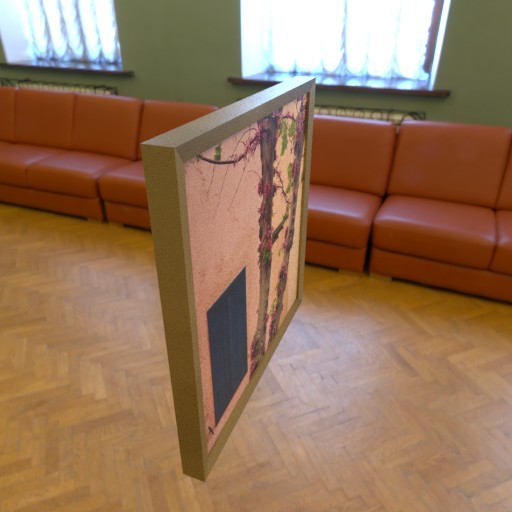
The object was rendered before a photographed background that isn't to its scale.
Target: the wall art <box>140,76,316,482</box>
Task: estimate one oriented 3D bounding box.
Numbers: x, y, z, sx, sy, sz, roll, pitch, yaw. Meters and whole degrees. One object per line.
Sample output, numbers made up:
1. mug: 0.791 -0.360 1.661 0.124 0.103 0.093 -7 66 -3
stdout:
1. wall art: 0.000 0.000 0.753 0.038 0.508 0.507 11 31 19
